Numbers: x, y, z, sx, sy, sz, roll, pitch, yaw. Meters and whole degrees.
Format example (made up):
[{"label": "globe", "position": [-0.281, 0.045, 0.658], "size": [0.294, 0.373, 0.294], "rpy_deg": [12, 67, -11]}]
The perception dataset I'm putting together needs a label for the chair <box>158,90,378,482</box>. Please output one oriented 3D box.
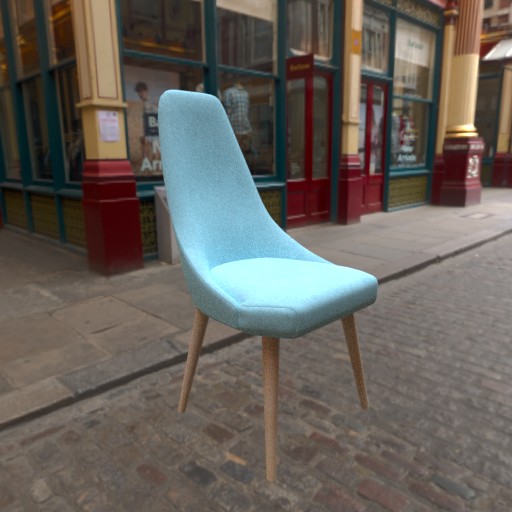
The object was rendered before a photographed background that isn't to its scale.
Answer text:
[{"label": "chair", "position": [0.000, 0.000, 1.402], "size": [0.660, 1.040, 0.510], "rpy_deg": [12, 18, 43]}]
